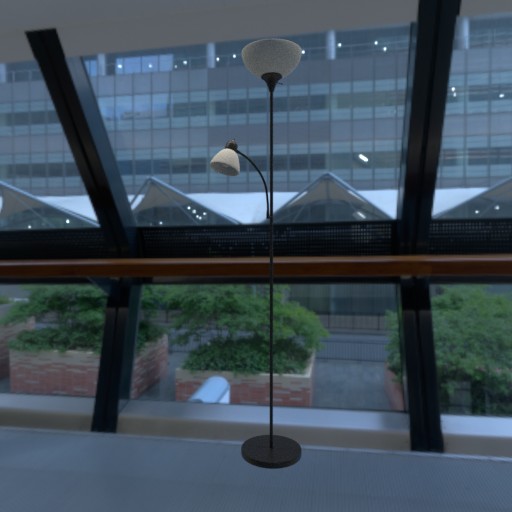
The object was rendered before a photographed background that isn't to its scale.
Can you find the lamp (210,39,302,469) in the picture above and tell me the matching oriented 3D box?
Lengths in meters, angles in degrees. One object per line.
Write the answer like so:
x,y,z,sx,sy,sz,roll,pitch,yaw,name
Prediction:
0.000,0.000,1.945,0.442,1.804,0.279,-1,2,-35,lamp
